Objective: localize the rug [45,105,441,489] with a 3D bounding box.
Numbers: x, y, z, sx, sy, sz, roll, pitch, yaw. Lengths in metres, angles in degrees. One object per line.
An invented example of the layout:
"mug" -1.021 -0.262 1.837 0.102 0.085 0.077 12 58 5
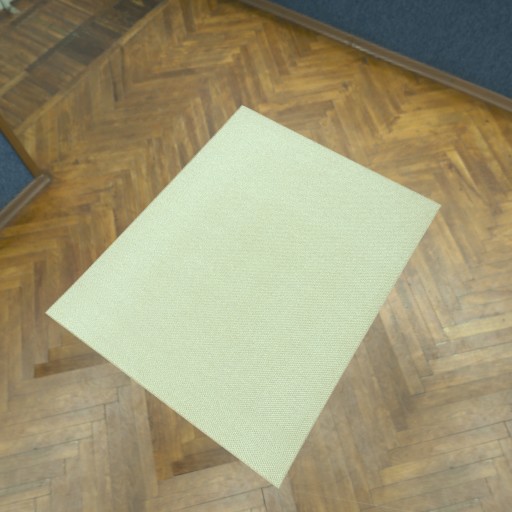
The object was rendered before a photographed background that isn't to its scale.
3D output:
"rug" 0.000 0.000 4.183 2.462 0.018 3.039 31 67 15
